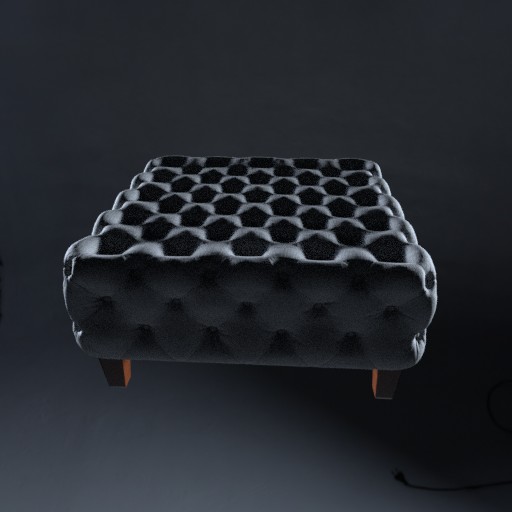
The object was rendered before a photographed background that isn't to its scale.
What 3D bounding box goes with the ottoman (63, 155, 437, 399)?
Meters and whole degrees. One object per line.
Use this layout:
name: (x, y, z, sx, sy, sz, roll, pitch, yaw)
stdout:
ottoman: (0.000, 0.000, 1.219, 0.758, 0.365, 0.764, 2, 29, 3)
